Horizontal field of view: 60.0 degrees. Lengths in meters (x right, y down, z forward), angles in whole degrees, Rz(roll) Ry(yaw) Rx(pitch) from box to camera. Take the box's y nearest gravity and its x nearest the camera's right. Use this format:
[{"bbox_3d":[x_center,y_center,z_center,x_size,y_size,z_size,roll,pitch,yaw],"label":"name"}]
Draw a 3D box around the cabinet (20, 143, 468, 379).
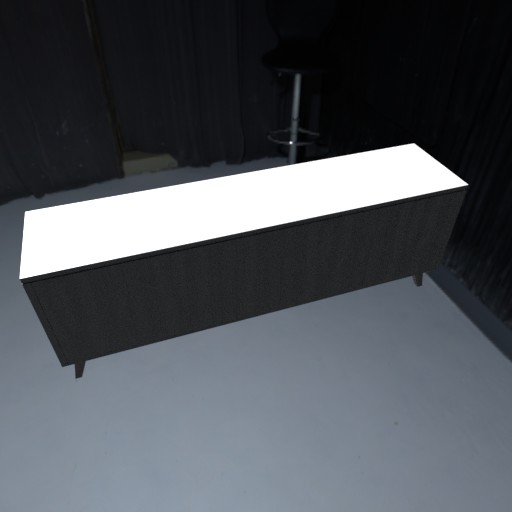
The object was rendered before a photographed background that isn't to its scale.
[{"bbox_3d":[0.000,0.000,2.496,2.198,0.779,0.499,-13,43,-14],"label":"cabinet"}]
